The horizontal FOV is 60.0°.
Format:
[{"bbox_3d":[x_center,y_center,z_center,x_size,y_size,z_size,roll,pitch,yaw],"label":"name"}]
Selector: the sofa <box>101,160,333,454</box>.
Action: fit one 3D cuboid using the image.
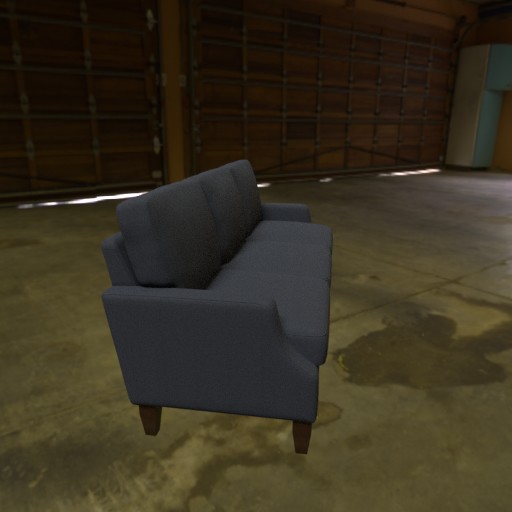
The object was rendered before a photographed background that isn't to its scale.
[{"bbox_3d":[0.000,0.000,2.619,0.888,0.984,2.115,3,17,10],"label":"sofa"}]
